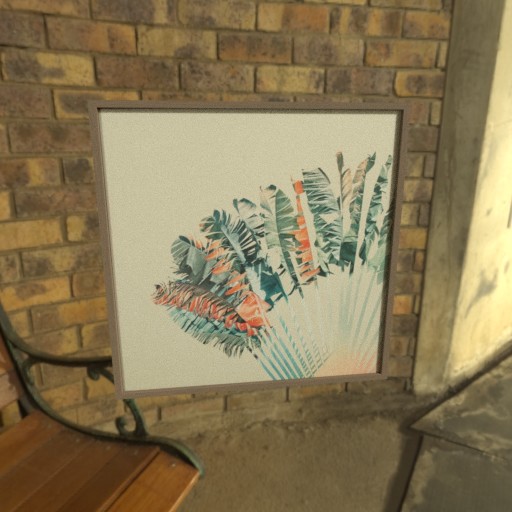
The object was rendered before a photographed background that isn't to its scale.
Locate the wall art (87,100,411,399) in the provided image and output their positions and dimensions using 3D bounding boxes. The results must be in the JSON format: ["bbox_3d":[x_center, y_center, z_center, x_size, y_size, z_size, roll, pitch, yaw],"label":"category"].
[{"bbox_3d":[0.000,0.000,1.153,0.761,0.758,0.038,-2,16,-8],"label":"wall art"}]
